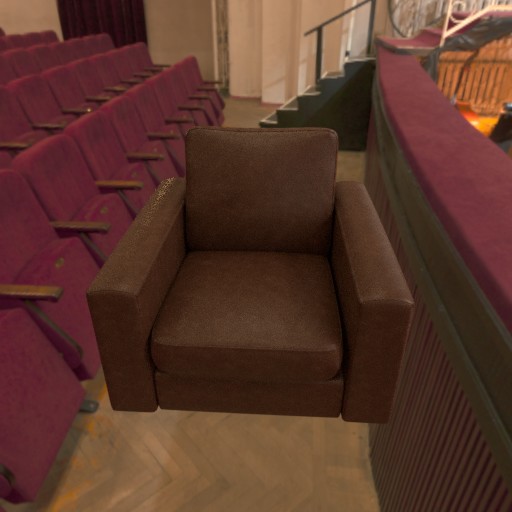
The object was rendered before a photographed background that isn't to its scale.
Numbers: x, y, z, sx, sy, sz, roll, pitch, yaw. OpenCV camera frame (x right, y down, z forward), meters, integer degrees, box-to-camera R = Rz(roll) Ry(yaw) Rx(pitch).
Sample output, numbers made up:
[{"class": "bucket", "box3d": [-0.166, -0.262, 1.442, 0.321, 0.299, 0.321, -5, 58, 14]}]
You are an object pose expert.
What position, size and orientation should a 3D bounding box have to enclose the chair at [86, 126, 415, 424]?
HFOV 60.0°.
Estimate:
[{"class": "chair", "box3d": [0.000, 0.000, 1.786, 1.005, 0.873, 1.016, 2, 30, 3]}]
